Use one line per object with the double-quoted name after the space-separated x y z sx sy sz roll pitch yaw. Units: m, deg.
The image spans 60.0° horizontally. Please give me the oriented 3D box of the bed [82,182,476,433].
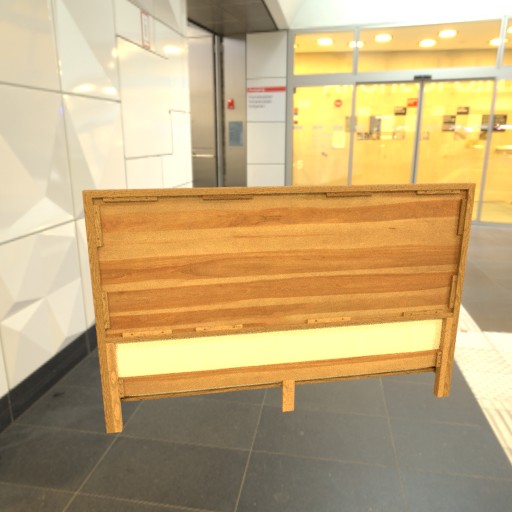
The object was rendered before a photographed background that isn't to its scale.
0.000 0.000 3.413 2.013 1.295 2.184 -3 15 -10 "bed"
